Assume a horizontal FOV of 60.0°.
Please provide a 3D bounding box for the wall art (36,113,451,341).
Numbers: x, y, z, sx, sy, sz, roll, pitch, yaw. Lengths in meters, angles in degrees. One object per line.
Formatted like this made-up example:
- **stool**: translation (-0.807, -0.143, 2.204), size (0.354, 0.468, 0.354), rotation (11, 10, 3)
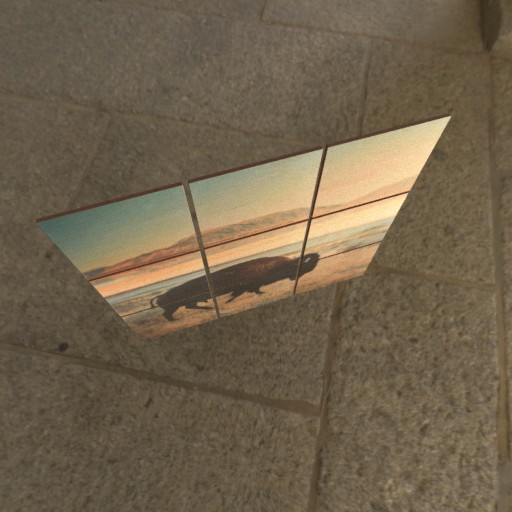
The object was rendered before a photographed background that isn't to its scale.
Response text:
- **wall art**: translation (0.000, 0.000, 1.800), size (1.221, 1.218, 0.019), rotation (-16, 66, -7)
